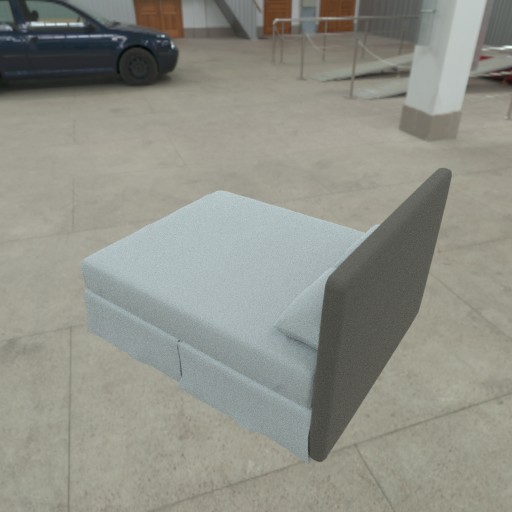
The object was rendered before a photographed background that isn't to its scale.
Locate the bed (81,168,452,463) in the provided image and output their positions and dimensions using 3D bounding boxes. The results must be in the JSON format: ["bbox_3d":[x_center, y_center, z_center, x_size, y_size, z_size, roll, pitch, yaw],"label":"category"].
[{"bbox_3d":[0.000,0.000,3.292,2.142,1.330,1.748,21,37,30],"label":"bed"}]
